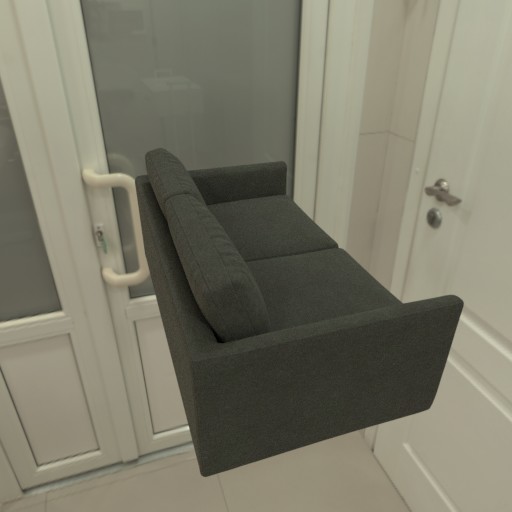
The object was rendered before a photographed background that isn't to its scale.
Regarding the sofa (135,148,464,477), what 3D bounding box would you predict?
[{"bbox_3d":[0.000,0.000,2.458,1.091,0.845,1.909,-10,31,-16],"label":"sofa"}]
